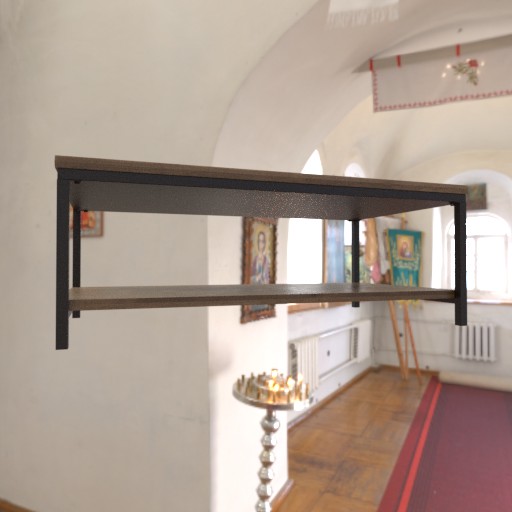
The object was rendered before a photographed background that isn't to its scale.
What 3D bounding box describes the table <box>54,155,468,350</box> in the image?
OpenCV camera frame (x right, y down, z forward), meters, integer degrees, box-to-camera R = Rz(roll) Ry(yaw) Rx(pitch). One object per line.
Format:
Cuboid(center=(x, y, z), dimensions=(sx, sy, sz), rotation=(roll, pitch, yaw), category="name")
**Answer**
Cuboid(center=(0.000, 0.000, 1.337), dimensions=(1.062, 0.393, 0.574), rotation=(0, -1, -19), category="table")
